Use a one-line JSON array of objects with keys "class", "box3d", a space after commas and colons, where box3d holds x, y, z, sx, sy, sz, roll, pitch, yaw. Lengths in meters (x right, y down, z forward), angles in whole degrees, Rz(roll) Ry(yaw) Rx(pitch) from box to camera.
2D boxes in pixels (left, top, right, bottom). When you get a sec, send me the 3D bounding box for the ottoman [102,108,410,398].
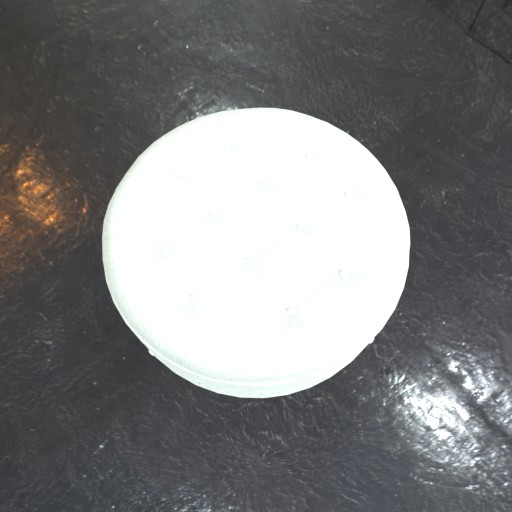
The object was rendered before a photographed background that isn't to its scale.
[{"class": "ottoman", "box3d": [0.000, 0.000, 1.387, 0.850, 0.483, 0.850, 0, 64, 0]}]
